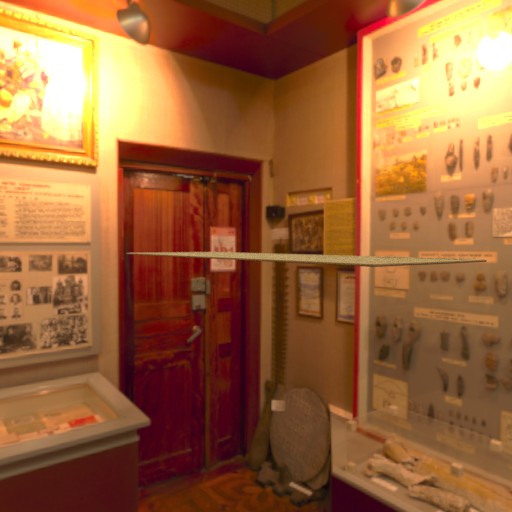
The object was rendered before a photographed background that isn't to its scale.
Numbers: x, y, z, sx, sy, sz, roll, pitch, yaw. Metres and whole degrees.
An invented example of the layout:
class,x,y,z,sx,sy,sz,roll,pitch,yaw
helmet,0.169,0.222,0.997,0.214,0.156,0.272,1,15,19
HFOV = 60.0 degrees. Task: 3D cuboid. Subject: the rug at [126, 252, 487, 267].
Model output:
class,x,y,z,sx,sy,sz,roll,pitch,yaw
rug,0.000,0.000,2.723,0.769,0.012,2.448,-1,2,-36
